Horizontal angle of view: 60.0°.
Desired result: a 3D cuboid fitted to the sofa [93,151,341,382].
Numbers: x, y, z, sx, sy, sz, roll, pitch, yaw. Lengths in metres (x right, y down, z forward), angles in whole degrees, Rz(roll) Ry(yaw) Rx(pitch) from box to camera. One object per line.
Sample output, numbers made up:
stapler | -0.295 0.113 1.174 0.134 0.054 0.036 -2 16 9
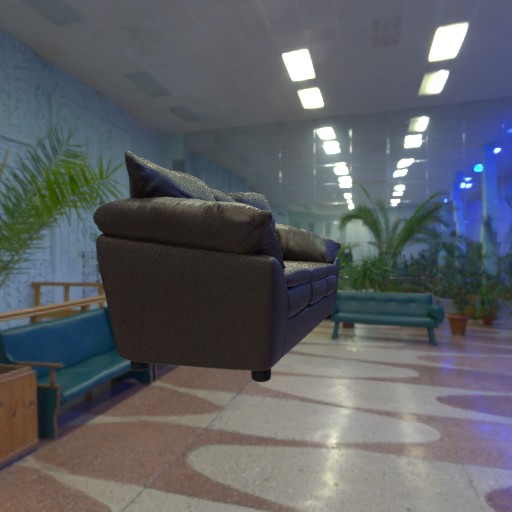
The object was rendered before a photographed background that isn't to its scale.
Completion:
sofa | 0.000 0.000 2.981 0.907 1.091 2.390 0 0 17
